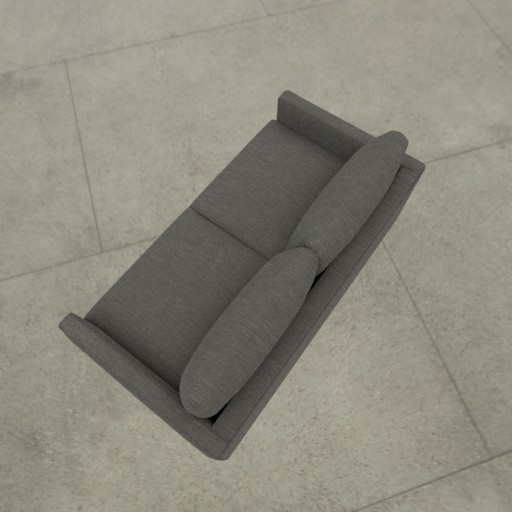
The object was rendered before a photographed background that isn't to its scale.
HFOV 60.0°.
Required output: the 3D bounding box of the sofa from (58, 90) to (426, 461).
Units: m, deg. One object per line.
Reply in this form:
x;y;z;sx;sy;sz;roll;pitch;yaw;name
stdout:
0.000;0.000;2.183;0.875;0.840;1.682;34;69;15;sofa
